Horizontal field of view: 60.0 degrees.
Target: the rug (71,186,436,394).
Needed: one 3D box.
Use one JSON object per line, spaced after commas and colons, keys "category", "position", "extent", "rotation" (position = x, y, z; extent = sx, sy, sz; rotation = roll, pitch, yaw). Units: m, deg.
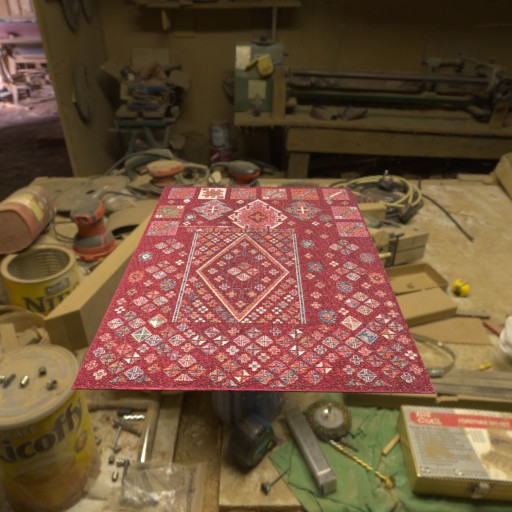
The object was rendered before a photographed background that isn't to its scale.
{"category": "rug", "position": [0.000, 0.000, 2.837], "extent": [1.579, 0.007, 2.184], "rotation": [0, 32, 1]}
